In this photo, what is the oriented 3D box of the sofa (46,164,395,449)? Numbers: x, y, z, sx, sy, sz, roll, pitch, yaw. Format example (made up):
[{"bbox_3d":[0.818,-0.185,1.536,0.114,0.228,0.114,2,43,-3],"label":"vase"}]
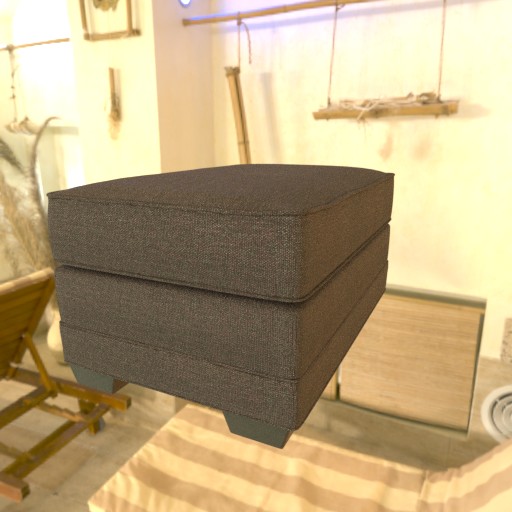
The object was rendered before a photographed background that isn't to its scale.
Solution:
[{"bbox_3d":[0.000,0.000,1.194,0.578,0.457,0.854,7,17,25],"label":"sofa"}]
